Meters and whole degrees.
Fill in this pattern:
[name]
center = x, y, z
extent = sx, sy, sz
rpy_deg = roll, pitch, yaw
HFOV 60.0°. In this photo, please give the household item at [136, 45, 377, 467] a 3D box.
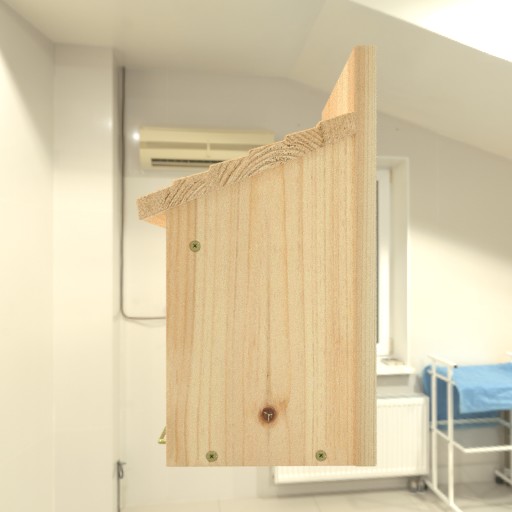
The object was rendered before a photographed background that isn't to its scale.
[household item]
center = 0.000, 0.000, 0.387
extent = 0.171, 0.300, 0.149
rpy_deg = 0, 0, -1
